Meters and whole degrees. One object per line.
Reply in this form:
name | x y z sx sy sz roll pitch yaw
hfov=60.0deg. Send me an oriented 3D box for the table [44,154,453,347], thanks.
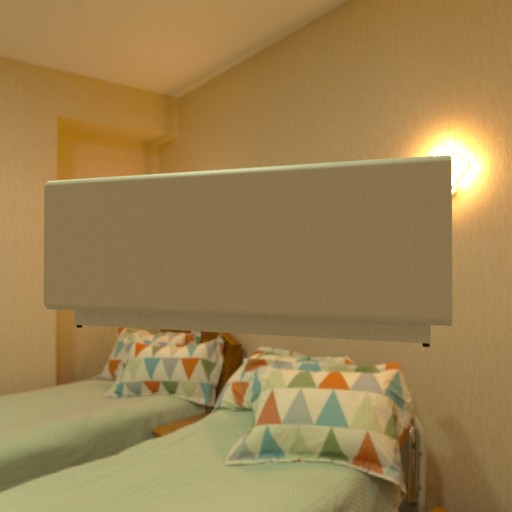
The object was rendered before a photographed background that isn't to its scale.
table | 0.000 0.000 1.432 1.097 0.442 0.639 0 -1 17
